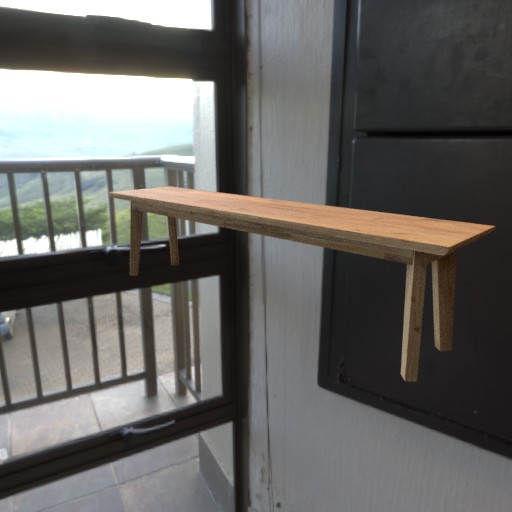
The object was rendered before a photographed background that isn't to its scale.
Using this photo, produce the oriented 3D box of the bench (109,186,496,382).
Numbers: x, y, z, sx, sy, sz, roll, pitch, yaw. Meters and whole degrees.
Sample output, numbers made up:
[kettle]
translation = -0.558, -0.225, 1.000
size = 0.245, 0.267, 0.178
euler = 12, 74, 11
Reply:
[bench]
translation = 0.000, 0.000, 1.866
size = 1.698, 0.431, 0.378
euler = 14, 20, 42
